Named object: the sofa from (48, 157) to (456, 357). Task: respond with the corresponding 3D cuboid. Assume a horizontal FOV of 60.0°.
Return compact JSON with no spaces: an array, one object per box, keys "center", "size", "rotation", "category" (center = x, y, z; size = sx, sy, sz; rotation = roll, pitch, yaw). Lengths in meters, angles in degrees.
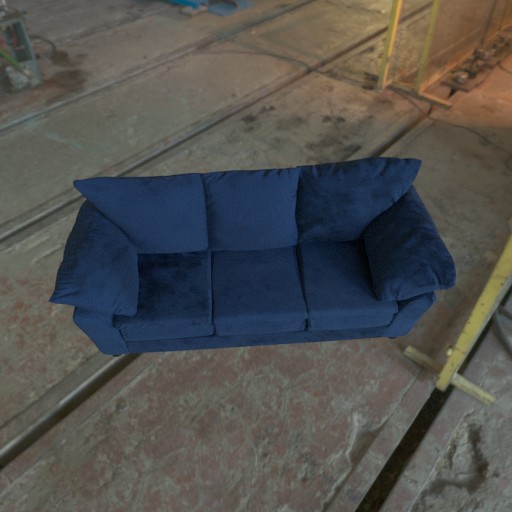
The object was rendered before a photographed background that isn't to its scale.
[{"center":[0.000,0.000,2.949],"size":[2.390,1.091,0.907],"rotation":[-3,46,-3],"category":"sofa"}]
